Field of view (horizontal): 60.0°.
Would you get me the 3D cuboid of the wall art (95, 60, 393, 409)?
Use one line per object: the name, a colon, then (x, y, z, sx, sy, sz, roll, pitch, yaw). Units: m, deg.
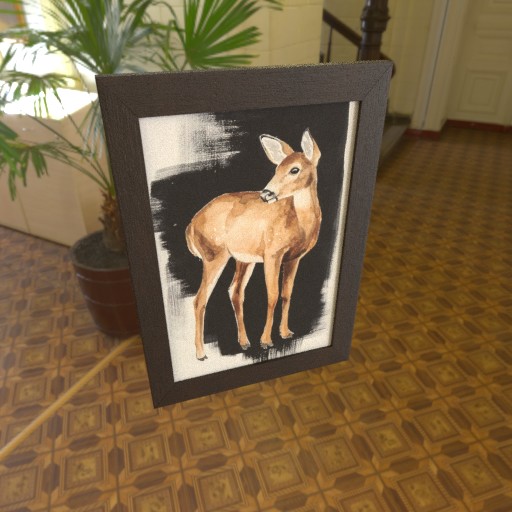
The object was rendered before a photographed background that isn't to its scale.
wall art: (0.000, 0.000, 0.650, 0.359, 0.513, 0.017, -10, 33, -15)
